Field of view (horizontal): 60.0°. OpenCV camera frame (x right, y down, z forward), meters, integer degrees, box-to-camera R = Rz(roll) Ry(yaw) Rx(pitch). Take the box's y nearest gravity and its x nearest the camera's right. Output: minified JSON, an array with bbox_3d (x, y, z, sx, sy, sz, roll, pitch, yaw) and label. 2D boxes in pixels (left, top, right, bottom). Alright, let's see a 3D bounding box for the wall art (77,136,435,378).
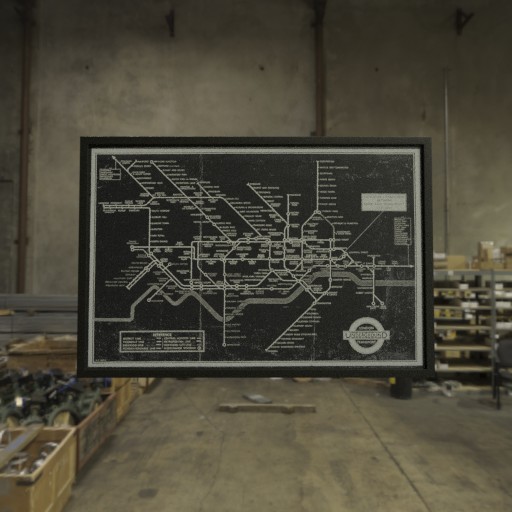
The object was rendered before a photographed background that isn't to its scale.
[{"bbox_3d":[0.000,0.000,1.493,1.192,0.811,0.013,0,-2,0],"label":"wall art"}]
